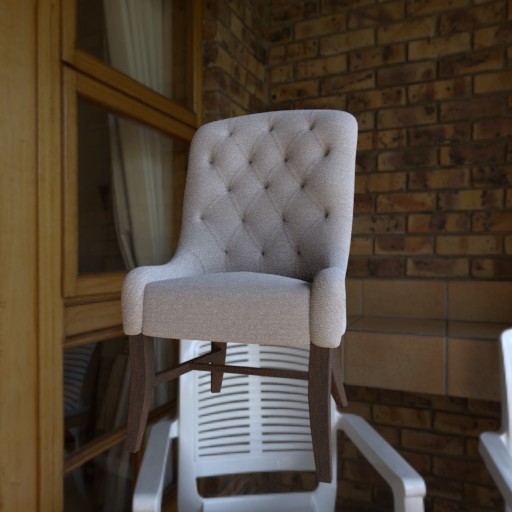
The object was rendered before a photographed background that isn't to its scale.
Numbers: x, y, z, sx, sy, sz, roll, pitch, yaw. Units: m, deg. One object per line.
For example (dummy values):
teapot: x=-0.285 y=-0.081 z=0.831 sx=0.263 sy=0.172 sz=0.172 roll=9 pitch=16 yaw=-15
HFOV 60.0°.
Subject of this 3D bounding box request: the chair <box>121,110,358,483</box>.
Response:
chair: x=0.000 y=0.000 z=1.443 sx=0.634 sy=1.091 sz=0.629 roll=0 pitch=1 yaw=17
